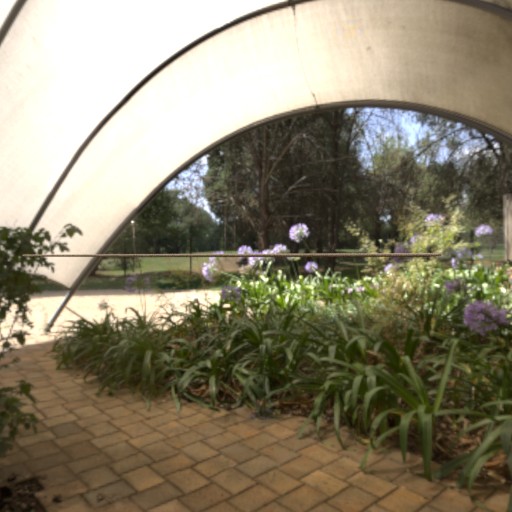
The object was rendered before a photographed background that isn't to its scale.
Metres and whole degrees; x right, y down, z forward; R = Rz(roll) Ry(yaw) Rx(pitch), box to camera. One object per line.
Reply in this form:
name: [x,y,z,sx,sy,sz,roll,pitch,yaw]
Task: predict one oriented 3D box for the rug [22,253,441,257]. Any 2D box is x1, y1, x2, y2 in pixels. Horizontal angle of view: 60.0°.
rug: [0.000,0.000,4.122,3.050,0.017,2.441,0,0,19]
